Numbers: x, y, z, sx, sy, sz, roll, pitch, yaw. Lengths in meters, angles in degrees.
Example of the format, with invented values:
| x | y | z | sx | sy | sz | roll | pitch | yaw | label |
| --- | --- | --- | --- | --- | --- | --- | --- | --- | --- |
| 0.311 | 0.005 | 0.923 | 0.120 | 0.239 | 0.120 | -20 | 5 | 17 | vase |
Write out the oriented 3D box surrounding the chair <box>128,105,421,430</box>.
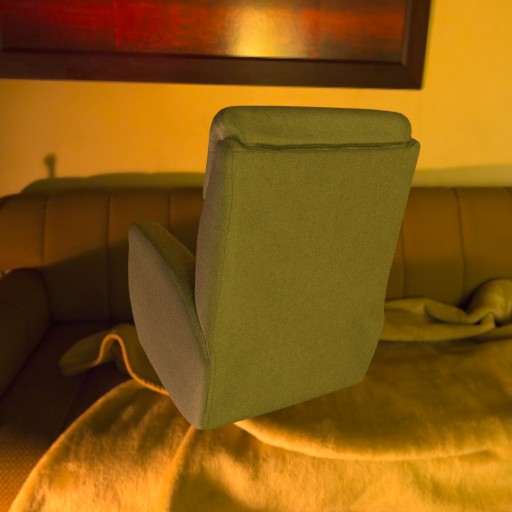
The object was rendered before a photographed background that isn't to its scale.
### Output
| x | y | z | sx | sy | sz | roll | pitch | yaw | label |
| --- | --- | --- | --- | --- | --- | --- | --- | --- | --- |
| 0.000 | 0.000 | 1.639 | 0.794 | 1.016 | 0.940 | -8 | 17 | -26 | chair |
